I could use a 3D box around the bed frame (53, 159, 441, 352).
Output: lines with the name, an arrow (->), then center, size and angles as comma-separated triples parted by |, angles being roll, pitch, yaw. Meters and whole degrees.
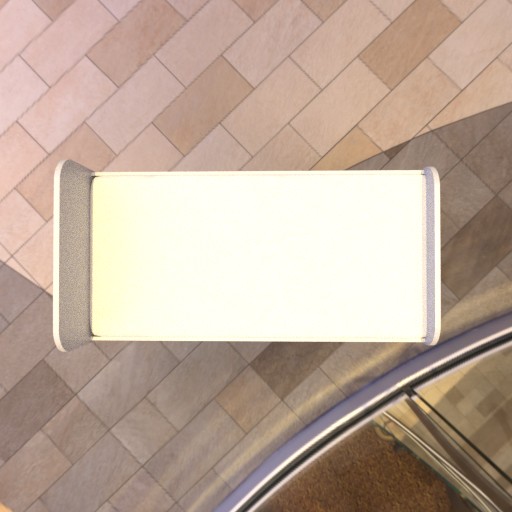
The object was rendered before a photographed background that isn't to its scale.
bed frame -> 0.000, 0.000, 2.544 | 1.963, 0.805, 0.998 | 0, 89, 2
